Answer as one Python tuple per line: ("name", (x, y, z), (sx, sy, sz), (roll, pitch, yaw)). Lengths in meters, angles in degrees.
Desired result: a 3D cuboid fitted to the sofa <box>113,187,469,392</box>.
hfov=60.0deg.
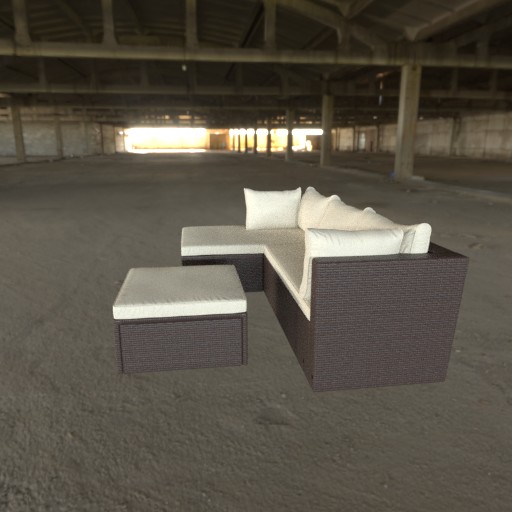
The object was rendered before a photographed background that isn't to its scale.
("sofa", (0.000, 0.000, 2.966), (1.612, 0.766, 2.192), (-2, 15, -8))
